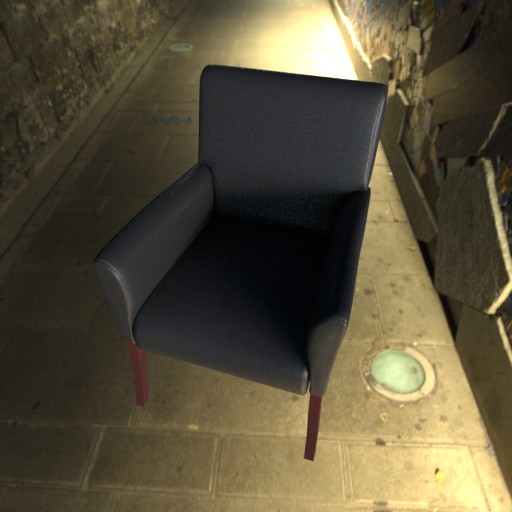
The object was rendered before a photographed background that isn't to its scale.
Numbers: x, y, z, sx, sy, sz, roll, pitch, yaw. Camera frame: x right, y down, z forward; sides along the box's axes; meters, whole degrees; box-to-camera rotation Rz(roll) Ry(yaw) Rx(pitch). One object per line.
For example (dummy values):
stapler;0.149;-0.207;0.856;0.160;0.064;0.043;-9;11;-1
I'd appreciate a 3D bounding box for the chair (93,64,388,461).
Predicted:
chair;0.000;0.000;1.476;0.683;0.951;0.772;12;43;14
